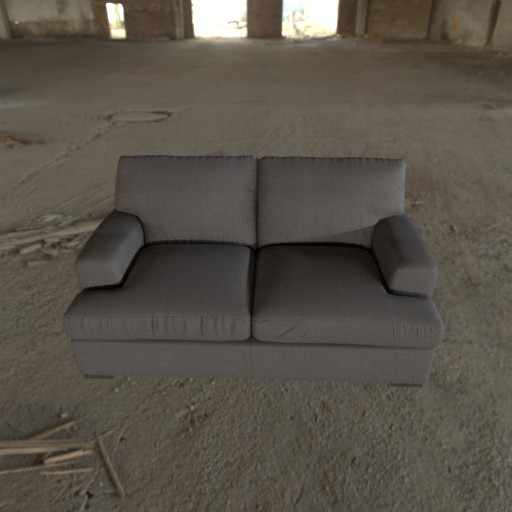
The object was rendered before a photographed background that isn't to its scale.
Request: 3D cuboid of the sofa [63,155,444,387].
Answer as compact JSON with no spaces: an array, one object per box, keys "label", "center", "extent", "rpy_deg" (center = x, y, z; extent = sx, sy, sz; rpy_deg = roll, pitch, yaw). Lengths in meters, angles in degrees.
[{"label":"sofa","center":[0.000,0.000,2.540],"extent":[1.880,0.940,1.143],"rpy_deg":[1,29,2]}]
